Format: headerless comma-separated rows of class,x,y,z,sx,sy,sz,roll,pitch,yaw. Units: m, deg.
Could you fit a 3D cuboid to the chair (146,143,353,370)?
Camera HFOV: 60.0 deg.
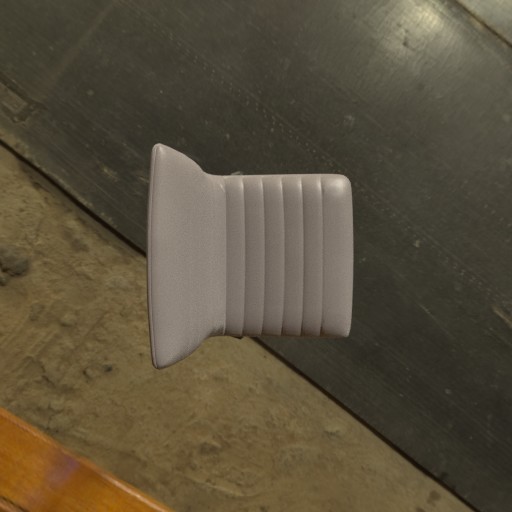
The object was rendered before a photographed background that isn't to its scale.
chair,0.000,0.000,1.143,0.542,0.750,0.569,0,90,0
